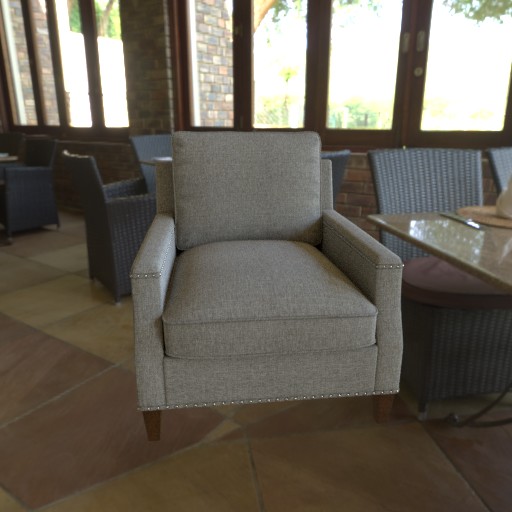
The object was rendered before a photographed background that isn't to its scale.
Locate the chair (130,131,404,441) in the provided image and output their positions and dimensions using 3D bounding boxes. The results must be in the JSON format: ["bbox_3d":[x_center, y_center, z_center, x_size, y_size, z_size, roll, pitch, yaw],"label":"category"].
[{"bbox_3d":[0.000,0.000,1.767,0.853,0.943,1.014,-2,17,-6],"label":"chair"}]
